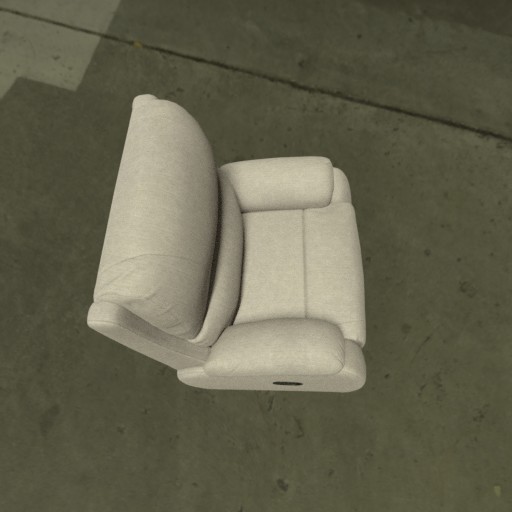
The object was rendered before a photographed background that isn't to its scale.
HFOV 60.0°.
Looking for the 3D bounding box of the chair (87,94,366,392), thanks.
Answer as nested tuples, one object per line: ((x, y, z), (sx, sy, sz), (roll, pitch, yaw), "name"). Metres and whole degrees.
((0.000, 0.000, 1.736), (0.899, 1.011, 0.930), (1, 63, 1), "chair")
